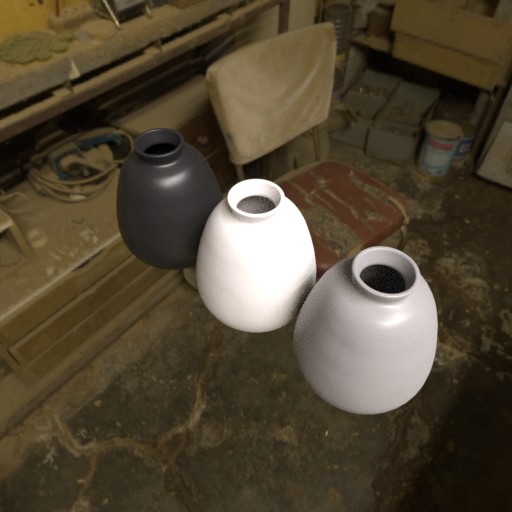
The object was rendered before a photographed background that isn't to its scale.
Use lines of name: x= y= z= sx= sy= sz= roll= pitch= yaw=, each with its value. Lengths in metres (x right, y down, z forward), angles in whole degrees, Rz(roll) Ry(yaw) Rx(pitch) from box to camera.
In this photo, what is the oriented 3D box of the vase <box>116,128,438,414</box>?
vase: x=0.000 y=0.000 z=0.347 sx=0.297 sy=0.122 sz=0.097 roll=33 pitch=56 yaw=26
